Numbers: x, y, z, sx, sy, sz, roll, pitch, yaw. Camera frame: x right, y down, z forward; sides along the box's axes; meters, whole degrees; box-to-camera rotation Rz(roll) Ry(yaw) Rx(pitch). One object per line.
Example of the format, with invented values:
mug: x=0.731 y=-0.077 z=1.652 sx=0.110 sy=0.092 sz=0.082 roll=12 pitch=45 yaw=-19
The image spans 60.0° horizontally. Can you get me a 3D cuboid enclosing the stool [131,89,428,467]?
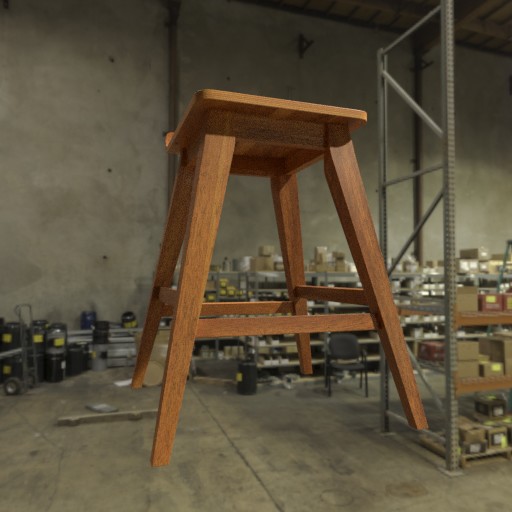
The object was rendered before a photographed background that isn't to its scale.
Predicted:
stool: x=0.000 y=0.000 z=0.985 sx=0.500 sy=0.650 sz=0.500 roll=1 pitch=-2 yaw=-19
